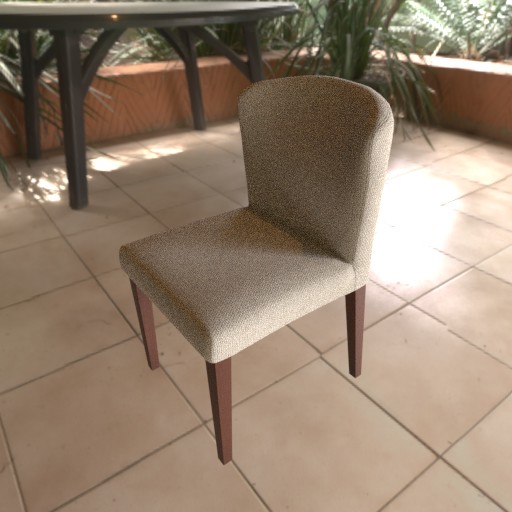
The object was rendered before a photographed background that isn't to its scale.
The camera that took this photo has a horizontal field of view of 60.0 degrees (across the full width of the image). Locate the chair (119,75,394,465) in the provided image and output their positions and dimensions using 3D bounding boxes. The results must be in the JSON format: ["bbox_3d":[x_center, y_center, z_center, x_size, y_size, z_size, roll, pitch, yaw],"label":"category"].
[{"bbox_3d":[0.000,0.000,1.189,0.589,0.839,0.491,-22,38,-31],"label":"chair"}]
